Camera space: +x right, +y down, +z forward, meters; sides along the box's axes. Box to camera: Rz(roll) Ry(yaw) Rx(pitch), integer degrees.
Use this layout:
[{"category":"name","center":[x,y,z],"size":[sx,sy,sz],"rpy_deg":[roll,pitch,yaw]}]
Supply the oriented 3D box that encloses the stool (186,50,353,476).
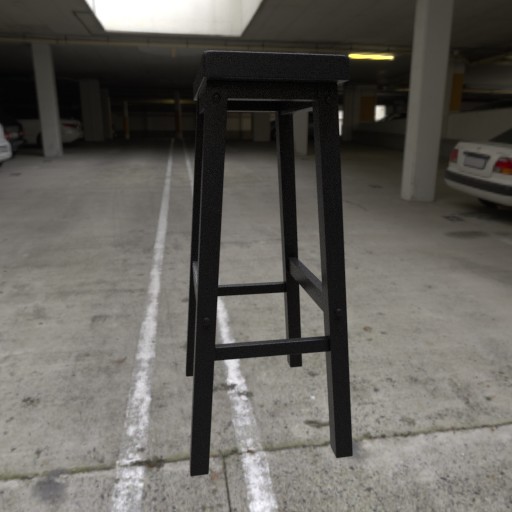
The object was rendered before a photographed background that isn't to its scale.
[{"category":"stool","center":[0.000,0.000,0.960],"size":[0.322,0.742,0.406],"rpy_deg":[-3,15,-10]}]
